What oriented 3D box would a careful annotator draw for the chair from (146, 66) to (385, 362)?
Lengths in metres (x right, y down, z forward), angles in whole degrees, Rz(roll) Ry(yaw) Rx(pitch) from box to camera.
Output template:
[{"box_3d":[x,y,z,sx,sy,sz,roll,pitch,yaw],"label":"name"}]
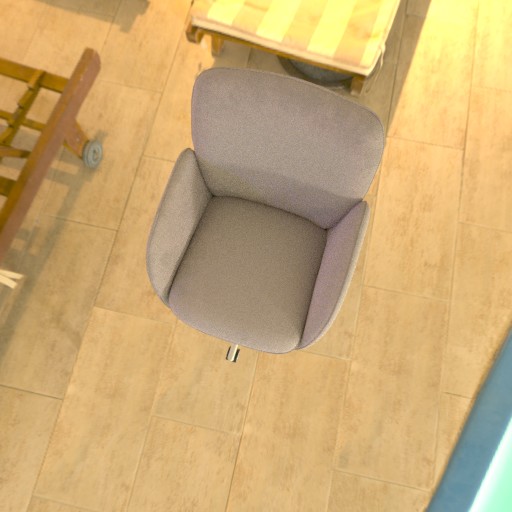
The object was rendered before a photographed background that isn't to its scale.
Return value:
[{"box_3d":[0.000,0.000,1.427,0.648,0.959,0.654,18,75,5],"label":"chair"}]
